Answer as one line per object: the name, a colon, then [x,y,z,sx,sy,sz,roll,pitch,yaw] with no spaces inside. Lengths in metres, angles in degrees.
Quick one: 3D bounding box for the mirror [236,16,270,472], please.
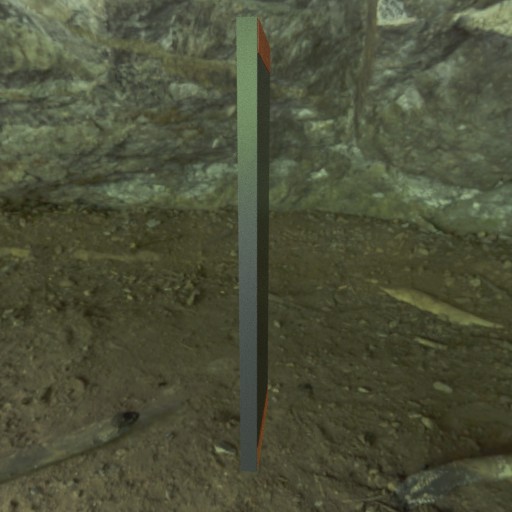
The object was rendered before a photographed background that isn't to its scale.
mirror: [0.000,0.000,1.230,0.047,1.123,0.343,2,15,6]
